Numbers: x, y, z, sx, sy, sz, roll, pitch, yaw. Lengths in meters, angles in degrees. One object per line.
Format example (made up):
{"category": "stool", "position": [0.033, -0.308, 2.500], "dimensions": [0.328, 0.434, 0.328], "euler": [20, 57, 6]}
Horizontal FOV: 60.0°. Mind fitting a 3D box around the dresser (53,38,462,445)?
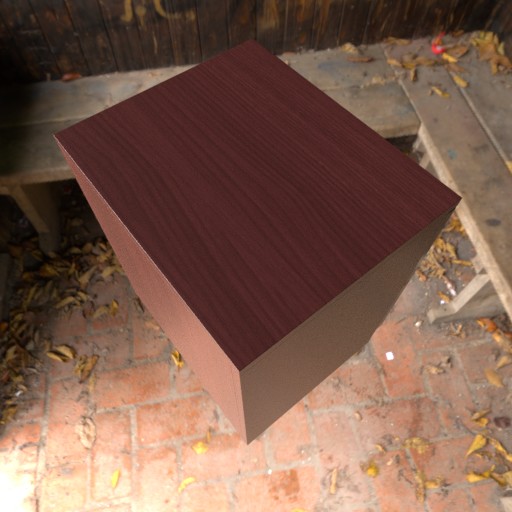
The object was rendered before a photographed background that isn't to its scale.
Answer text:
{"category": "dresser", "position": [0.000, 0.000, 0.758], "dimensions": [0.360, 0.470, 0.400], "euler": [-34, 65, -19]}
